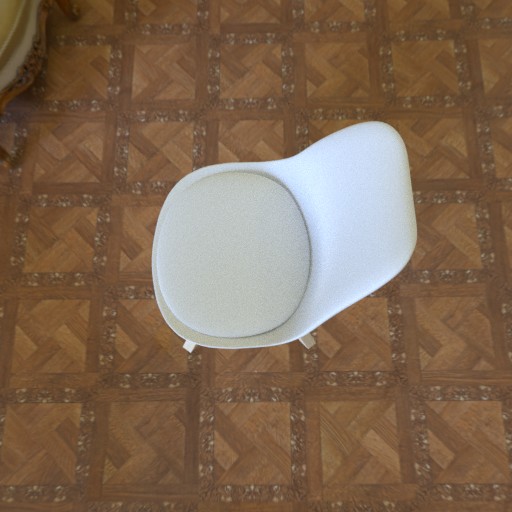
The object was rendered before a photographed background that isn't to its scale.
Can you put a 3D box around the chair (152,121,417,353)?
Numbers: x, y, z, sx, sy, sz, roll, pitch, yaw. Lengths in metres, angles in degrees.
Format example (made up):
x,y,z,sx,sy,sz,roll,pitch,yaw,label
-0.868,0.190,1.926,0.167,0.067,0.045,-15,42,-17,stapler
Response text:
x,y,z,sx,sy,sz,roll,pitch,yaw,label
0.000,0.000,1.177,0.550,0.850,0.485,-2,75,0,chair
